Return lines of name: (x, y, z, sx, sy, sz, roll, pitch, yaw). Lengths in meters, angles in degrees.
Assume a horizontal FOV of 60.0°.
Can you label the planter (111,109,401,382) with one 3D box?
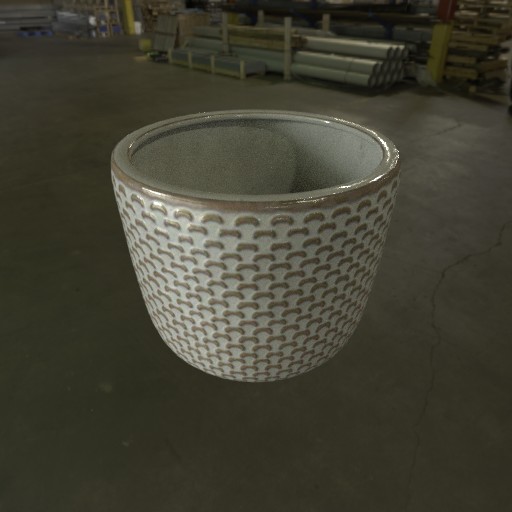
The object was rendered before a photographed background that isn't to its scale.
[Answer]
planter: (0.000, 0.000, 0.250, 0.139, 0.130, 0.139, 0, 32, 0)
